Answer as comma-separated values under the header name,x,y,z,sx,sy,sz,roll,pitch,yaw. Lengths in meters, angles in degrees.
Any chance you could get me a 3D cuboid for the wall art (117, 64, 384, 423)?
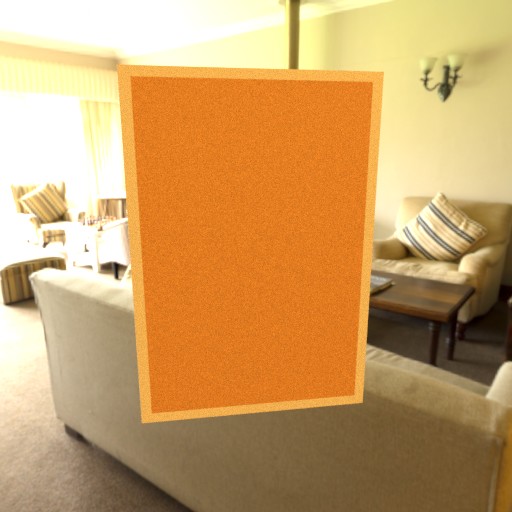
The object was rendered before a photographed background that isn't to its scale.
name,x,y,z,sx,sy,sz,roll,pitch,yaw
wall art,0.000,0.000,0.833,0.456,0.656,0.013,-2,14,-9
